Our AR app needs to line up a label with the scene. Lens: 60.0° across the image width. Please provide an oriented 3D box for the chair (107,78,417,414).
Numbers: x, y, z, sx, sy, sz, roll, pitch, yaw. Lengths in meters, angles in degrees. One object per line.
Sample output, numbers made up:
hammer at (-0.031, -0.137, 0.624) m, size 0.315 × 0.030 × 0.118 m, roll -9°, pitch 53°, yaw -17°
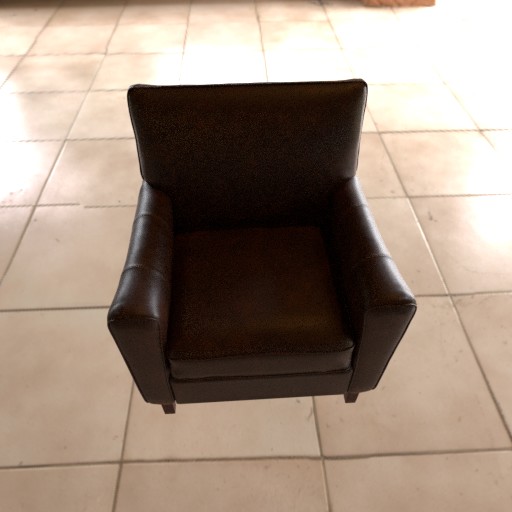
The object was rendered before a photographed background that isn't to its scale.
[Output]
chair at (0.000, 0.000, 1.589) m, size 0.870 × 0.943 × 0.823 m, roll -3°, pitch 47°, yaw -2°
